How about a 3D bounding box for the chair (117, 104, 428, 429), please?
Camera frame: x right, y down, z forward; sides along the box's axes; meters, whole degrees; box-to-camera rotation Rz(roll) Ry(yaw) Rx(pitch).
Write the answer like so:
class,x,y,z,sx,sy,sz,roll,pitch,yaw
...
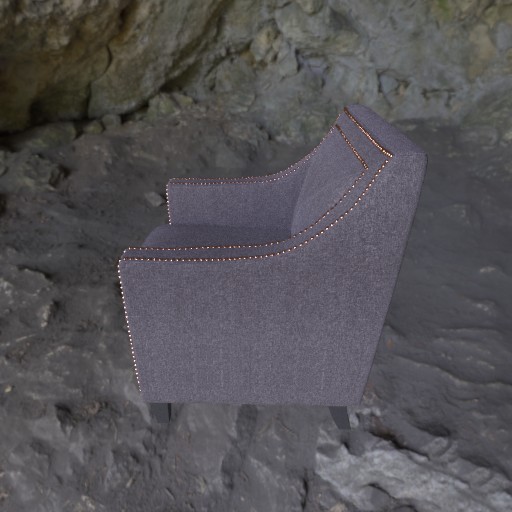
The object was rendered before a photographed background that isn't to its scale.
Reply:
class,x,y,z,sx,sy,sz,roll,pitch,yaw
chair,0.000,0.000,1.636,0.884,0.967,0.776,1,27,1
